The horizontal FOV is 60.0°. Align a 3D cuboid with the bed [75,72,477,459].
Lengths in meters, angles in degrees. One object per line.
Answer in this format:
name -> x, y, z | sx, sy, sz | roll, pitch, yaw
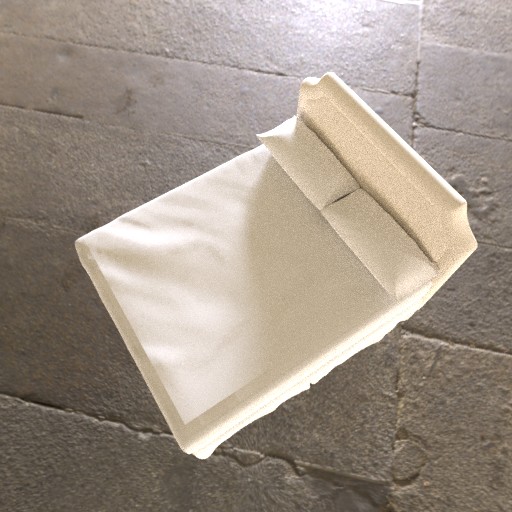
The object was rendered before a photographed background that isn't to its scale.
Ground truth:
bed -> 0.000, 0.000, 3.734 | 2.548, 1.524, 2.134 | -30, 67, -14
